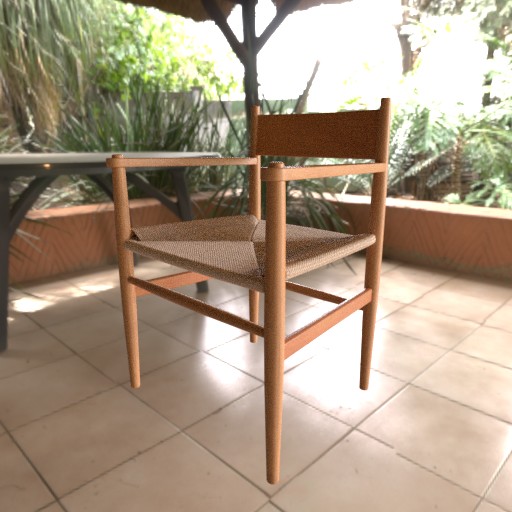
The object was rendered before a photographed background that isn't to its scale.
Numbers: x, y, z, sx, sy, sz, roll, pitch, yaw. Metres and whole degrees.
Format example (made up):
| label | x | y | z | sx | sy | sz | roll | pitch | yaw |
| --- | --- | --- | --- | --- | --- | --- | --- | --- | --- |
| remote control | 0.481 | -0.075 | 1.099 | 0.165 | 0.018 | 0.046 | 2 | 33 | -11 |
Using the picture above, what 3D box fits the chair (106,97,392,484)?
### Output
| label | x | y | z | sx | sy | sz | roll | pitch | yaw |
| --- | --- | --- | --- | --- | --- | --- | --- | --- | --- |
| chair | 0.000 | 0.000 | 1.124 | 0.556 | 0.762 | 0.495 | 14 | 20 | 42 |
